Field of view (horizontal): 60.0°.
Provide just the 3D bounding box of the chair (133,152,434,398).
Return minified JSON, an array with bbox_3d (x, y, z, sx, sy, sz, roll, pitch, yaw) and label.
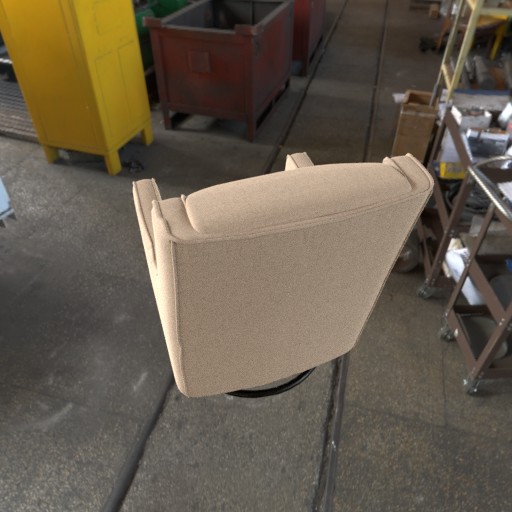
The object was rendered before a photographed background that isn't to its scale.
[{"bbox_3d":[0.000,0.000,1.577,0.732,0.993,0.879,-13,43,-14],"label":"chair"}]
